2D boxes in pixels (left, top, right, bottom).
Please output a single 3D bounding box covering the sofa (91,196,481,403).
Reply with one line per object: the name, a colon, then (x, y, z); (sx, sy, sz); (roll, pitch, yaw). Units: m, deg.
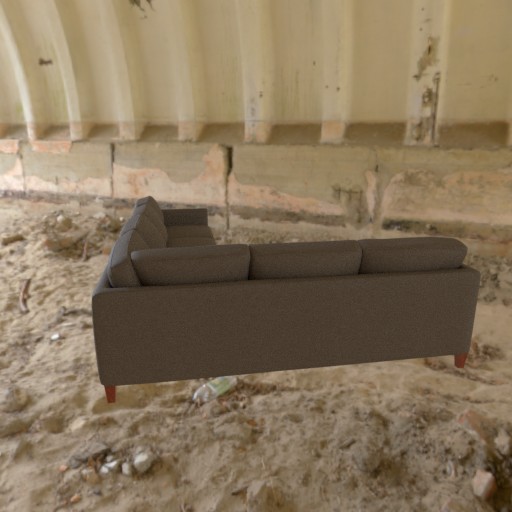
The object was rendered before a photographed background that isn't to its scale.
sofa: (0.000, 0.000, 4.406); (2.593, 0.947, 3.302); (-3, 15, -10)
